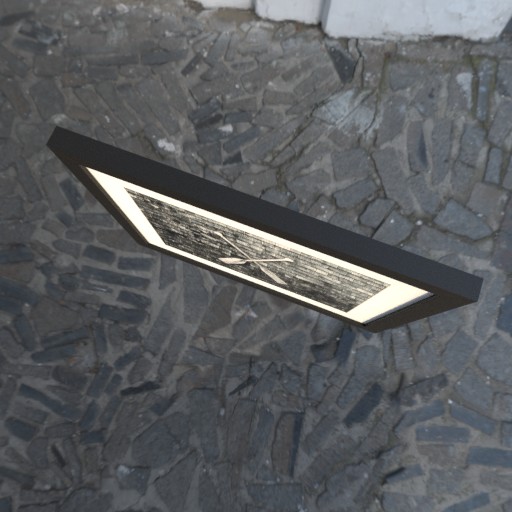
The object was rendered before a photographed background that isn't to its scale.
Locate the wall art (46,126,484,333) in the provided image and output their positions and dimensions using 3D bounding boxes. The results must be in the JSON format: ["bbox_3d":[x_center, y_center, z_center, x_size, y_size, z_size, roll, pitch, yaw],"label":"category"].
[{"bbox_3d":[0.000,0.000,0.759,0.558,0.457,0.029,20,76,5],"label":"wall art"}]
